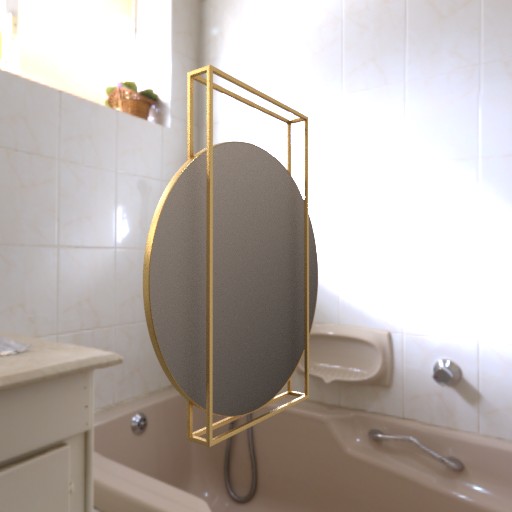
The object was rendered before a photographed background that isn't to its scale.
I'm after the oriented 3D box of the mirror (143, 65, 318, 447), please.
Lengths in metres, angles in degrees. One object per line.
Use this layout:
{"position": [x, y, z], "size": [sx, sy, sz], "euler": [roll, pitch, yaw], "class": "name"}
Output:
{"position": [0.000, 0.000, 0.840], "size": [0.051, 0.603, 0.508], "euler": [-1, -1, 36], "class": "mirror"}
